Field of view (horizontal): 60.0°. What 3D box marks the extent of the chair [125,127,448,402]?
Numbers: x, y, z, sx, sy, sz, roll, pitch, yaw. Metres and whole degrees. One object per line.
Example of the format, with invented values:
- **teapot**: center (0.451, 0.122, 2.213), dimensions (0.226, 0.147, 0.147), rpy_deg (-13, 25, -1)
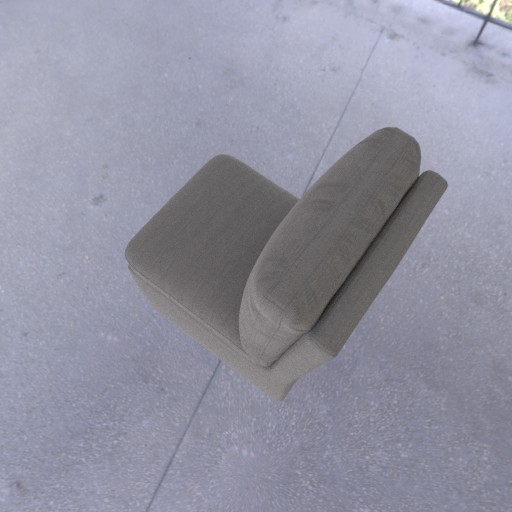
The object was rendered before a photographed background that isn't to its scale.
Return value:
- **chair**: center (0.000, 0.000, 1.306), dimensions (0.698, 0.927, 0.503), rpy_deg (33, 68, 15)
